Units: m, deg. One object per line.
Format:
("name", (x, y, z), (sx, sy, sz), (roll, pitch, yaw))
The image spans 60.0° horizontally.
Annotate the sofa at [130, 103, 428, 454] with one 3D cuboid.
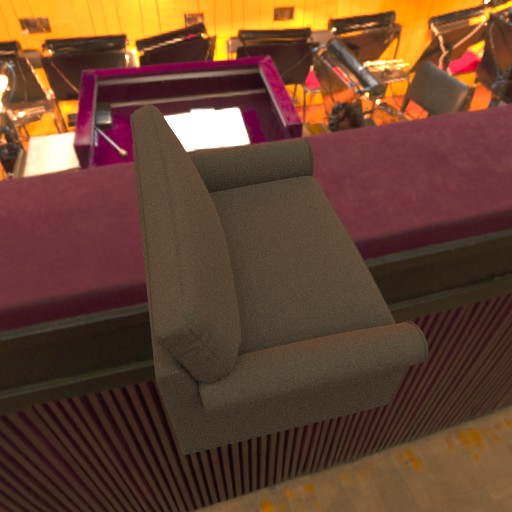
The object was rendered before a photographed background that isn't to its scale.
("sofa", (0.000, 0.000, 2.006), (0.940, 0.953, 1.410), (-10, 48, -9))
